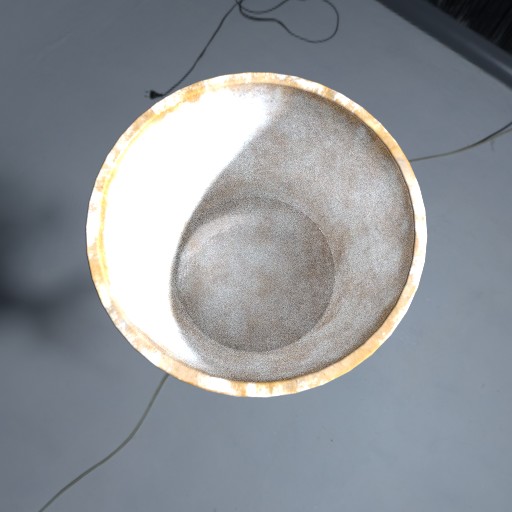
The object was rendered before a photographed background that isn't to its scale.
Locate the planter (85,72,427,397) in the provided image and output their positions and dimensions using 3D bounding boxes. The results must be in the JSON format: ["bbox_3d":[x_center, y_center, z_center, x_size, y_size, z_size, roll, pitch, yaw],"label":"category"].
[{"bbox_3d":[0.000,0.000,0.438,0.255,0.223,0.255,0,76,0],"label":"planter"}]
